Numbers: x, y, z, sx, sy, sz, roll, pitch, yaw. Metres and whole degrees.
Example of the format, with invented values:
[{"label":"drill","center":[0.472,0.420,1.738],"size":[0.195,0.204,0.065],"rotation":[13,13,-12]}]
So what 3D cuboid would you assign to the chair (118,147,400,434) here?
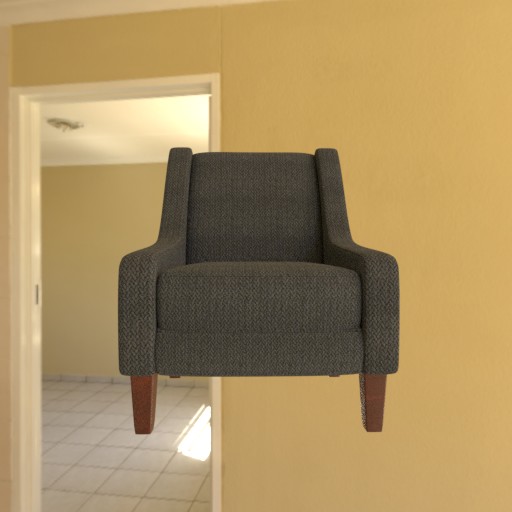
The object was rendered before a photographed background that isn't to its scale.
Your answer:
[{"label":"chair","center":[0.000,0.000,1.678],"size":[0.793,1.012,0.944],"rotation":[0,0,-1]}]
